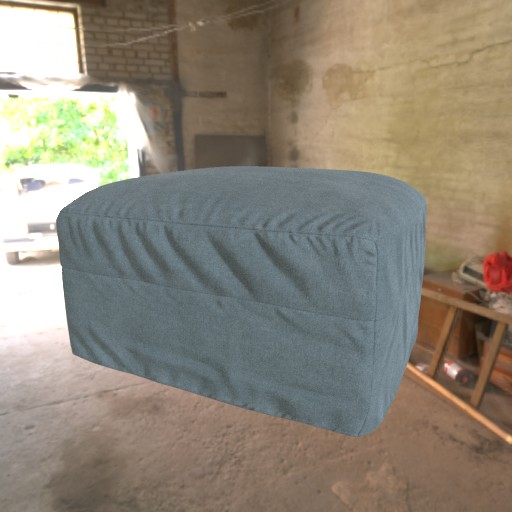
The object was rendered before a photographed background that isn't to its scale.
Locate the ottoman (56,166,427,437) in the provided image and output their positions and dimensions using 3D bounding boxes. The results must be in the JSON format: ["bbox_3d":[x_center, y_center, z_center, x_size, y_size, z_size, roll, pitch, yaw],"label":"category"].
[{"bbox_3d":[0.000,0.000,1.221,0.837,0.481,0.683,7,17,26],"label":"ottoman"}]
